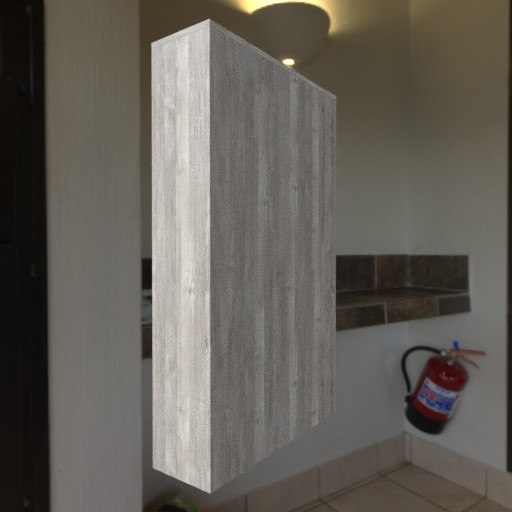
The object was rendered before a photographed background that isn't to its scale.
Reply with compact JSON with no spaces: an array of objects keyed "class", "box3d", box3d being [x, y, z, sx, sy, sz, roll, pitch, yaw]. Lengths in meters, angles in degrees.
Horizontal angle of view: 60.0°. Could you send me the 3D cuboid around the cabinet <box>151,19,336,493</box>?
[{"class":"cabinet","box3d":[0.000,0.000,1.569,0.250,1.280,0.750,1,1,37]}]
